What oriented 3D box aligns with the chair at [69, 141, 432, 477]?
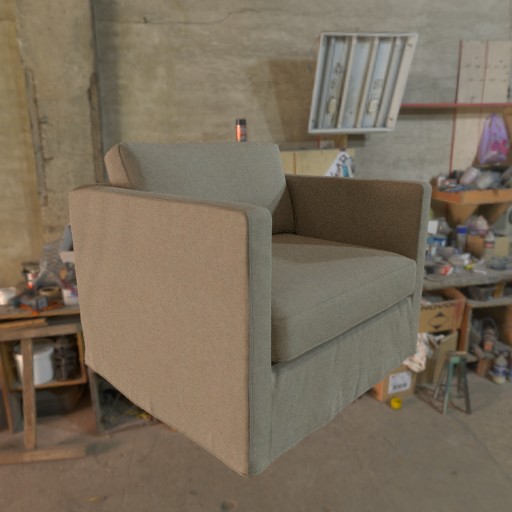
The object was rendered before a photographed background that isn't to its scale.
[{"bbox_3d":[0.000,0.000,1.716,0.949,0.863,1.057,13,19,42],"label":"chair"}]
